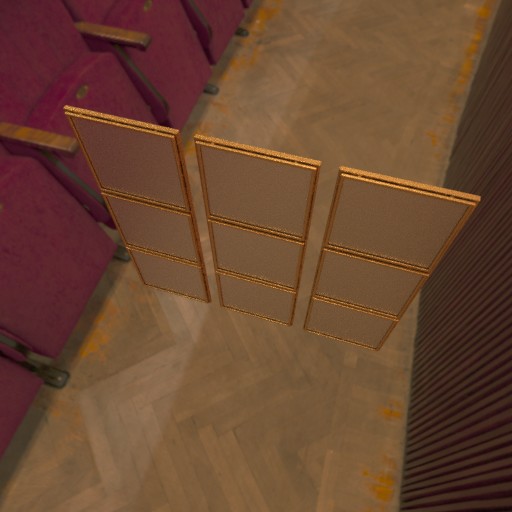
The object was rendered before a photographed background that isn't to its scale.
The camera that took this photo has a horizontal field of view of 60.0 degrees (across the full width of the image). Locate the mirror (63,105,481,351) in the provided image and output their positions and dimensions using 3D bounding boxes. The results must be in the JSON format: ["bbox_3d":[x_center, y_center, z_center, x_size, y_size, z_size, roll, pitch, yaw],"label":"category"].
[{"bbox_3d":[0.000,0.000,1.426,1.011,0.926,0.023,15,59,9],"label":"mirror"}]
